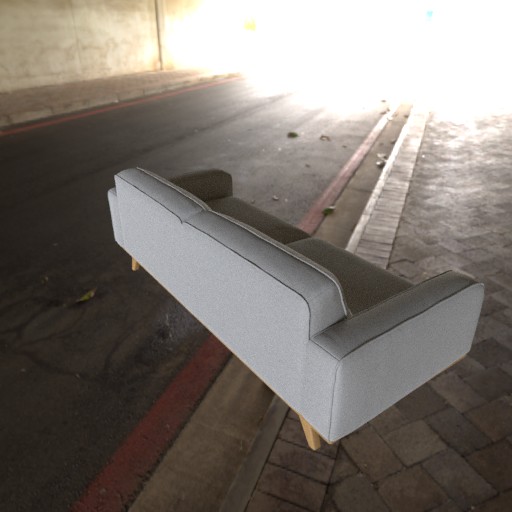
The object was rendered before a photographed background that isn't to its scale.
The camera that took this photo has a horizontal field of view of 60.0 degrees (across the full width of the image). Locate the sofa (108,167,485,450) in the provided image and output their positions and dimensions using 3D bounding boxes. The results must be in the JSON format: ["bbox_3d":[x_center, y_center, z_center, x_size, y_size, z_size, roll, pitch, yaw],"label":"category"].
[{"bbox_3d":[0.000,0.000,2.613,0.956,0.781,2.270,-19,33,-32],"label":"sofa"}]
